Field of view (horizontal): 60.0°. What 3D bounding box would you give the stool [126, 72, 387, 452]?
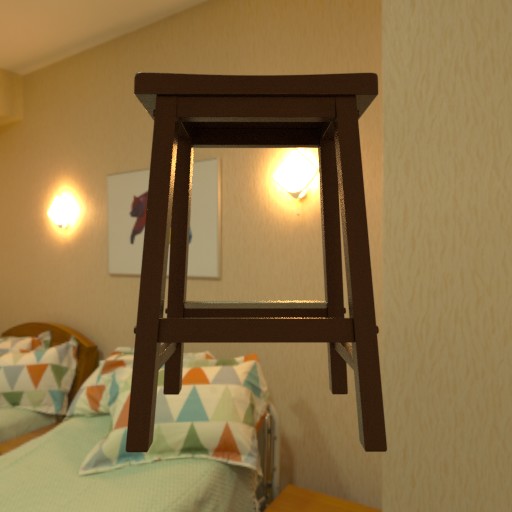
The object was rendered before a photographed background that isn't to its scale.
[{"bbox_3d":[0.000,0.000,0.848,0.406,0.610,0.322,0,0,0],"label":"stool"}]
